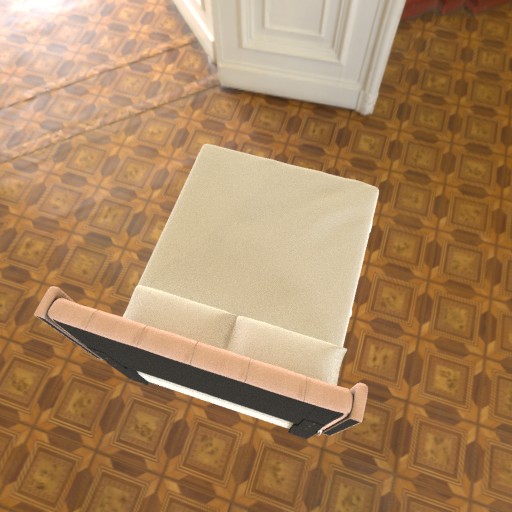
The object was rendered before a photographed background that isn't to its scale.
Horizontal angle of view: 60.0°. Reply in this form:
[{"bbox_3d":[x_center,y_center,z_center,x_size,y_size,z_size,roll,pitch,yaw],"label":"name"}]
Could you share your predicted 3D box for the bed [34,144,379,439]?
[{"bbox_3d":[0.000,0.000,3.289,1.719,1.665,2.066,16,65,8],"label":"bed"}]
